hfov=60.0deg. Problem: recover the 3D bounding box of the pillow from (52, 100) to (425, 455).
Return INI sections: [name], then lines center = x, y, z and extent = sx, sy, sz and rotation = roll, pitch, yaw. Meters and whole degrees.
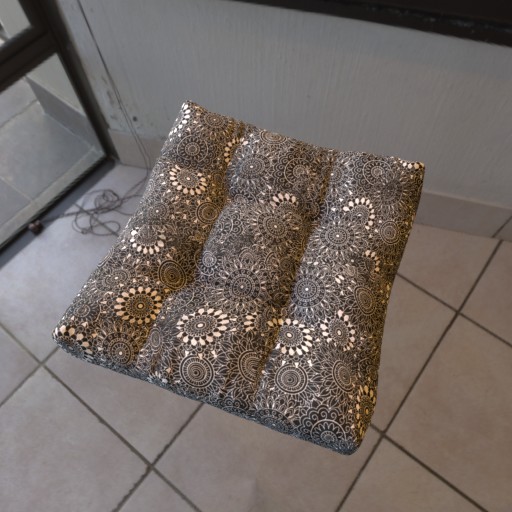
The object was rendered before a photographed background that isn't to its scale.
[pillow]
center = 0.000, 0.000, 0.727
extent = 0.468, 0.128, 0.490
rotation = 17, 65, 9
